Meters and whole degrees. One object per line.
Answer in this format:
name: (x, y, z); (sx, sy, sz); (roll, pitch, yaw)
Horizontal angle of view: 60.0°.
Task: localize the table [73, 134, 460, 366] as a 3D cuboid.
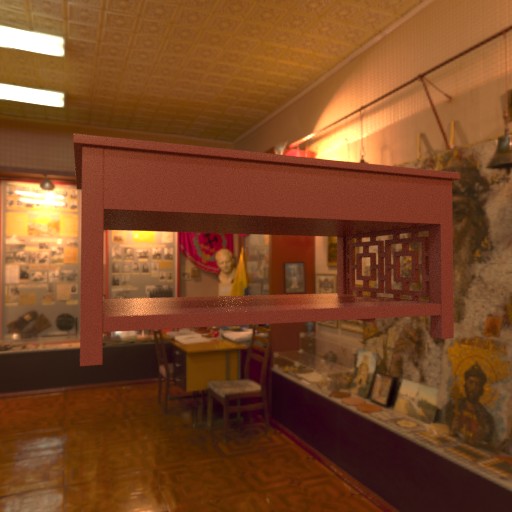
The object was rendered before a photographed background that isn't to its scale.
table: (0.000, 0.000, 1.409); (1.068, 0.493, 0.612); (1, -2, -21)
